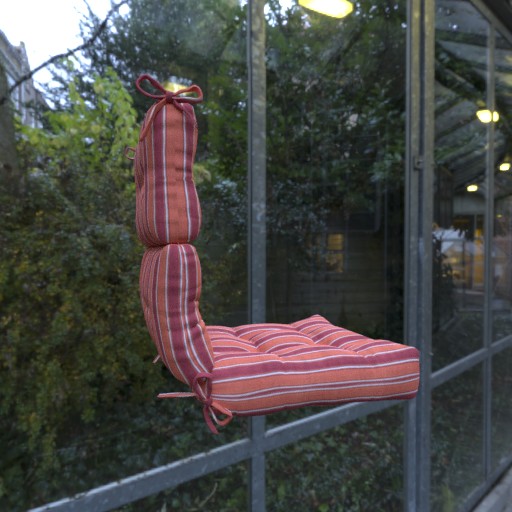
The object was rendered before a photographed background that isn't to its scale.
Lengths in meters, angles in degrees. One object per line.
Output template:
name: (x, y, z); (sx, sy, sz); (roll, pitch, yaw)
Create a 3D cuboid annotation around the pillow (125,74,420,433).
pillow: (0.000, 0.000, 1.029); (0.571, 0.605, 0.519); (0, 1, -18)
